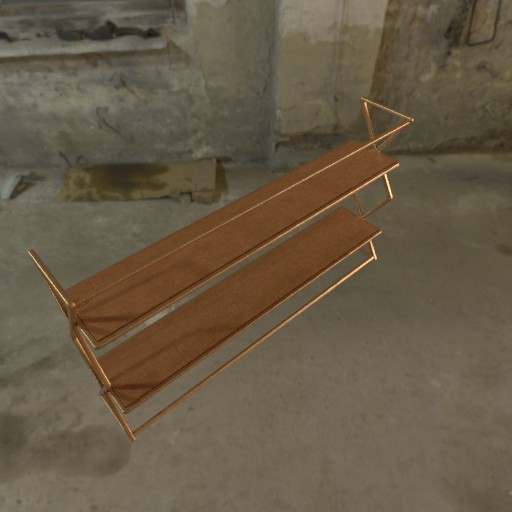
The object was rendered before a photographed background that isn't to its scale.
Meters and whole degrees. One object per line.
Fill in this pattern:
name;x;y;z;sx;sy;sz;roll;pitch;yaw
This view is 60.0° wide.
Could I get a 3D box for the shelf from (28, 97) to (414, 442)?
shelf;0.000;0.000;1.003;0.822;0.450;0.150;-32;53;-28
